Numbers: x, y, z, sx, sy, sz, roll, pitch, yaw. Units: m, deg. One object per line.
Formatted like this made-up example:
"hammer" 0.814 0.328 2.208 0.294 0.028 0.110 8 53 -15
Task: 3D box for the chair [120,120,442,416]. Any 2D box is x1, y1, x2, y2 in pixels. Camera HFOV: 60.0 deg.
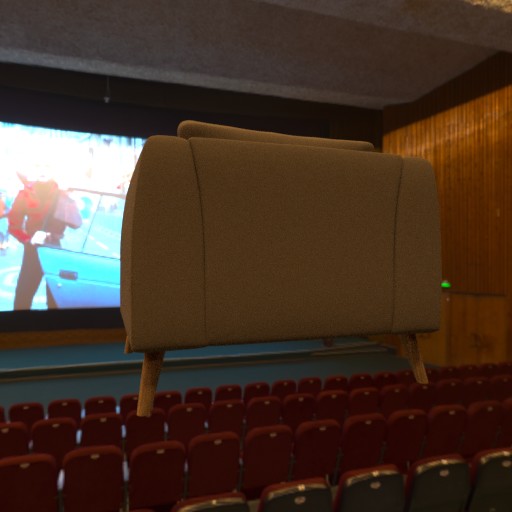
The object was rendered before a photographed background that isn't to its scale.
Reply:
"chair" 0.000 0.000 1.737 1.000 0.860 0.930 0 0 -19
